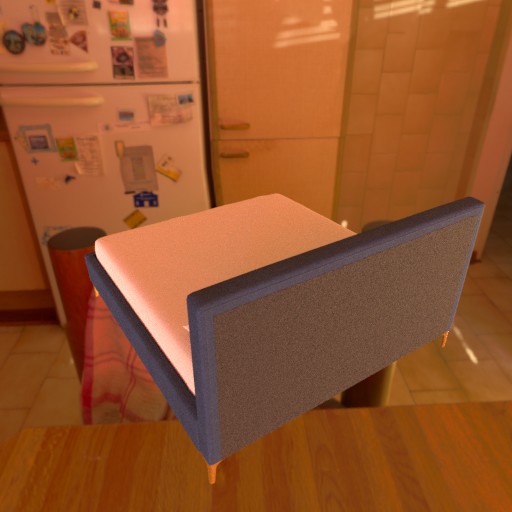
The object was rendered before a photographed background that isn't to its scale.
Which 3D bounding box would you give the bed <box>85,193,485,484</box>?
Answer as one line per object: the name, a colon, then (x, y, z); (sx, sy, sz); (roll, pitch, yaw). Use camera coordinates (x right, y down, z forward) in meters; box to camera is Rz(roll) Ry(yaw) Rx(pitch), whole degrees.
bed: (0.000, 0.000, 3.442); (2.096, 1.231, 2.232); (-18, 34, -29)
